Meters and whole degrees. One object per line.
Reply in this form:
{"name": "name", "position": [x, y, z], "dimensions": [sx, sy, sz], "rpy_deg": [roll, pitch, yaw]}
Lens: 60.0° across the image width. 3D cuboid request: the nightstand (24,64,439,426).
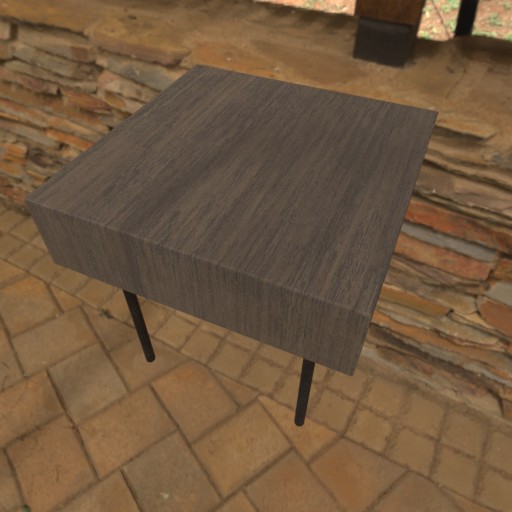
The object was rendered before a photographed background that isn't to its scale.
{"name": "nightstand", "position": [0.000, 0.000, 0.894], "dimensions": [0.503, 0.497, 0.502], "rpy_deg": [18, 49, 16]}
